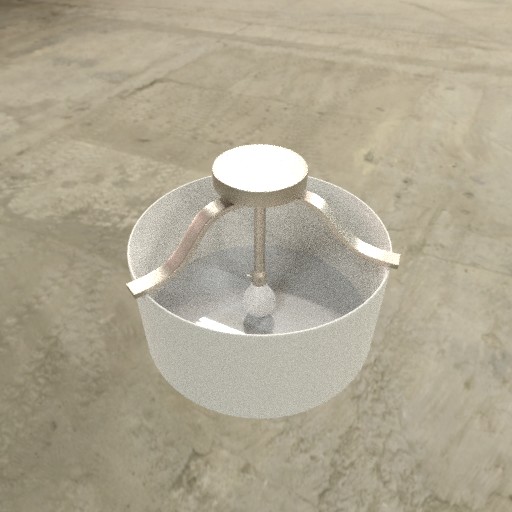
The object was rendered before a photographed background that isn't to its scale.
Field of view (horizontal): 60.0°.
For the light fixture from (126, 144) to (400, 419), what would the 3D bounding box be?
[{"bbox_3d":[0.000,0.000,0.675,0.395,0.304,0.395,0,40,0],"label":"light fixture"}]
